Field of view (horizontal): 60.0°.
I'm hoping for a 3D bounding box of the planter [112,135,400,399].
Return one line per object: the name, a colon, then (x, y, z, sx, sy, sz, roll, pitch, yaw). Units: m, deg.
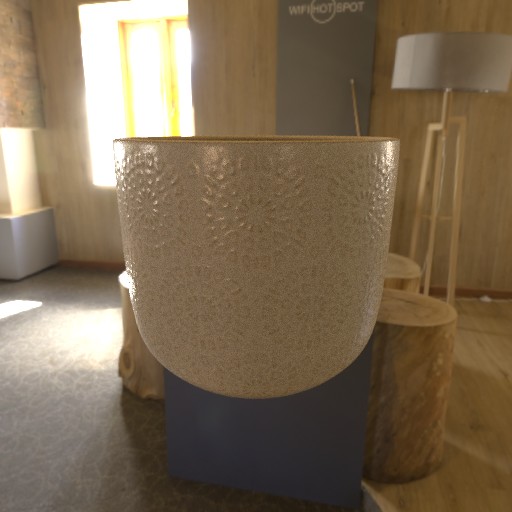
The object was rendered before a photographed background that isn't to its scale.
planter: (0.000, 0.000, 0.294, 0.170, 0.152, 0.170, 0, 16, 0)
